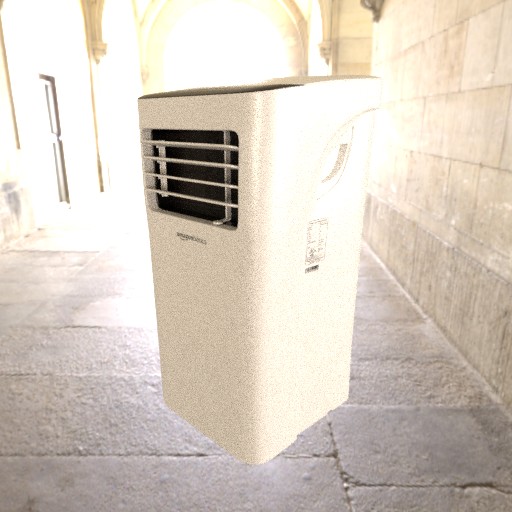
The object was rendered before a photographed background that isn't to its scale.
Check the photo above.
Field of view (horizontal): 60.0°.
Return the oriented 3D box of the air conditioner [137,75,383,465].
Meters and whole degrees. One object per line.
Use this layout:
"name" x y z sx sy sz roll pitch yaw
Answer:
"air conditioner" 0.000 0.000 0.927 0.352 0.716 0.369 16 23 42
